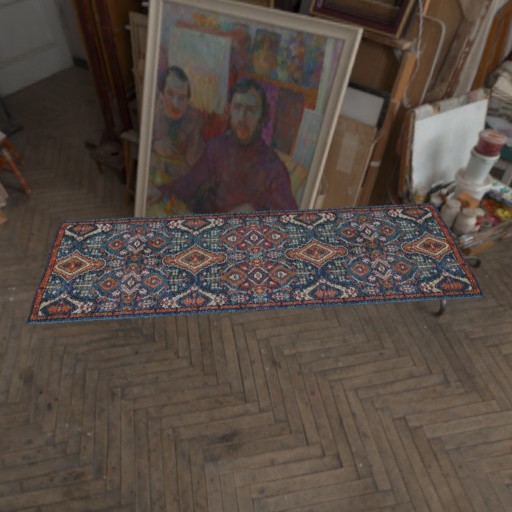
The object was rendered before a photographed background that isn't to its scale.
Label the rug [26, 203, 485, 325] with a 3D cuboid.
[{"bbox_3d":[0.000,0.000,2.628,2.459,0.010,0.801,-3,47,-3],"label":"rug"}]
